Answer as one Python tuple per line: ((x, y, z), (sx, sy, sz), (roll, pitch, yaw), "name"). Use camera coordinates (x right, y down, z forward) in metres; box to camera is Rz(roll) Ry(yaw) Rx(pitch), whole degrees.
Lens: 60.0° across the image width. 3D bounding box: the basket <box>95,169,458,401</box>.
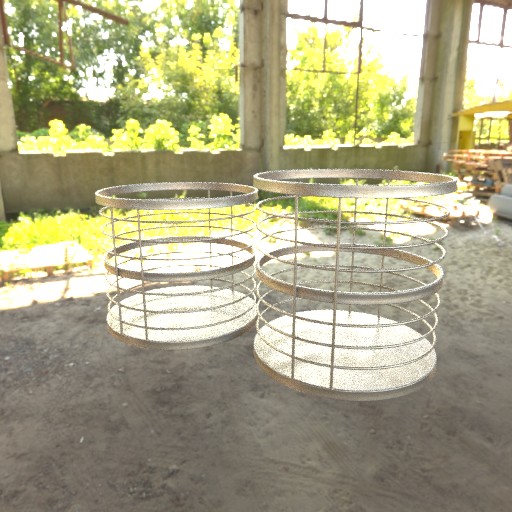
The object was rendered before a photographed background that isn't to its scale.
((0.000, 0.000, 0.938), (0.746, 0.351, 0.356), (8, 17, 27), "basket")
